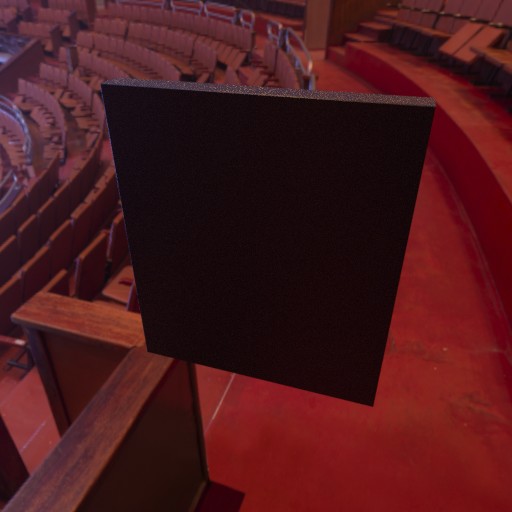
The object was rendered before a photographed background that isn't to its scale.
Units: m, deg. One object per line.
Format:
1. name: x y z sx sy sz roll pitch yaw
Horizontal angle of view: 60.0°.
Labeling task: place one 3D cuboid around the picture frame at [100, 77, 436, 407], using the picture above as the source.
1. picture frame: 0.000 0.000 0.529 0.328 0.378 0.034 10 33 15
